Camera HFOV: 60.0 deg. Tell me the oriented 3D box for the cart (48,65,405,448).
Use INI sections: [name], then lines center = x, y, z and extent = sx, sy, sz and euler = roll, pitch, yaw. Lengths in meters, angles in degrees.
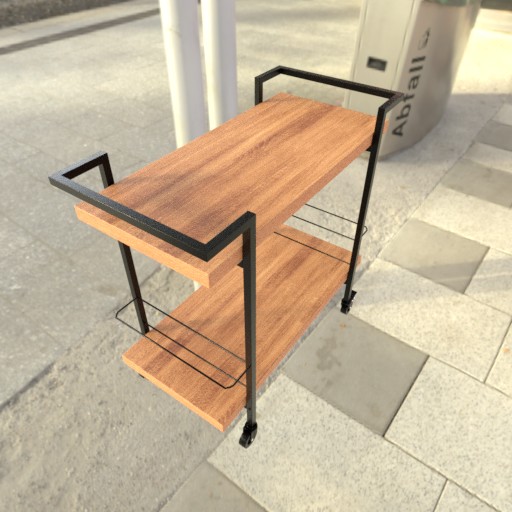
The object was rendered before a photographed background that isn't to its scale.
[cart]
center = 0.000, 0.000, 1.253
extent = 0.406, 0.762, 0.806
euler = 25, 46, 26
